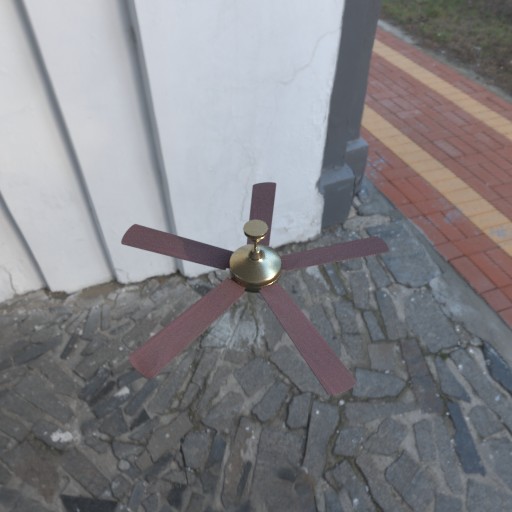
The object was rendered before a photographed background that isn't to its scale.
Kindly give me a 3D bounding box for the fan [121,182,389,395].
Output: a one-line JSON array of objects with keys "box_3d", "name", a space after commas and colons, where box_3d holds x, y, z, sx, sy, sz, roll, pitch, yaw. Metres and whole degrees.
[{"box_3d": [0.000, 0.000, 2.035, 1.321, 0.356, 1.321, -3, 46, -3], "name": "fan"}]
